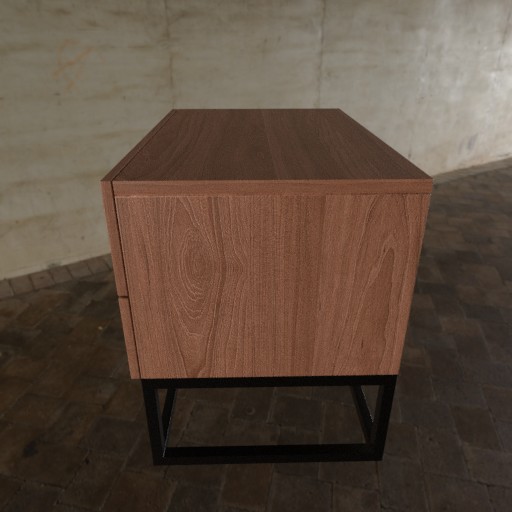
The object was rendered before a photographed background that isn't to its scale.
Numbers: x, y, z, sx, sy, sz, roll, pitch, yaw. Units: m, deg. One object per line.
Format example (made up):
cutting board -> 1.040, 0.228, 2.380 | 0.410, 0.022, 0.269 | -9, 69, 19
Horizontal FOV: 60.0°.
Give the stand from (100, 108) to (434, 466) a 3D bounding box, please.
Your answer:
stand -> 0.000, 0.000, 0.915 | 0.420, 0.500, 0.600 | -1, 26, -1
